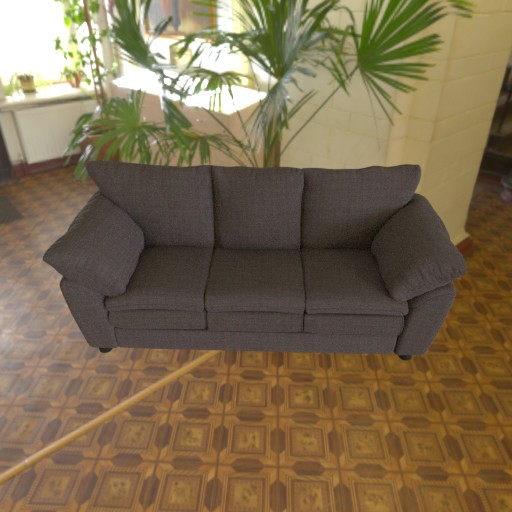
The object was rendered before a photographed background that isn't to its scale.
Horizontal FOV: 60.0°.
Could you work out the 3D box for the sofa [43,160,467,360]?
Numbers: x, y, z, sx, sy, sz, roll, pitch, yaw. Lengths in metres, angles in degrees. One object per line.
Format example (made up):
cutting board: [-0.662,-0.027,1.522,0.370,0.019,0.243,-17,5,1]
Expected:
sofa: [0.000,0.000,2.857,2.336,1.080,0.883,1,31,2]
